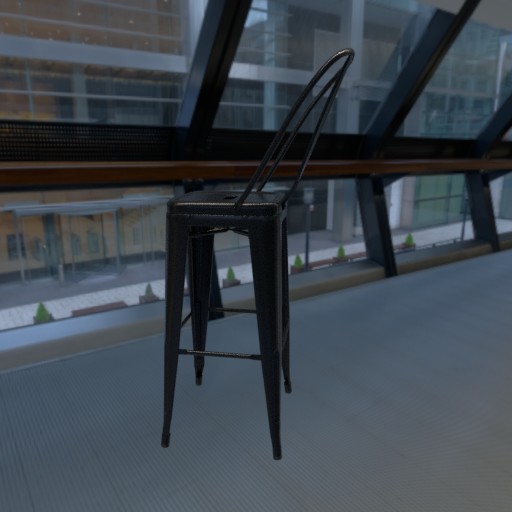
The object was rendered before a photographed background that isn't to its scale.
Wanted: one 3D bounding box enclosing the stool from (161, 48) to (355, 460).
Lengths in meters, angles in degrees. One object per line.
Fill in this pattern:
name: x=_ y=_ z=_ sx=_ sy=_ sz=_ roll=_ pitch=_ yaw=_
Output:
stool: x=0.000 y=0.000 z=1.312 sx=0.513 sy=1.096 sz=0.399 roll=2 pitch=14 yaw=9
